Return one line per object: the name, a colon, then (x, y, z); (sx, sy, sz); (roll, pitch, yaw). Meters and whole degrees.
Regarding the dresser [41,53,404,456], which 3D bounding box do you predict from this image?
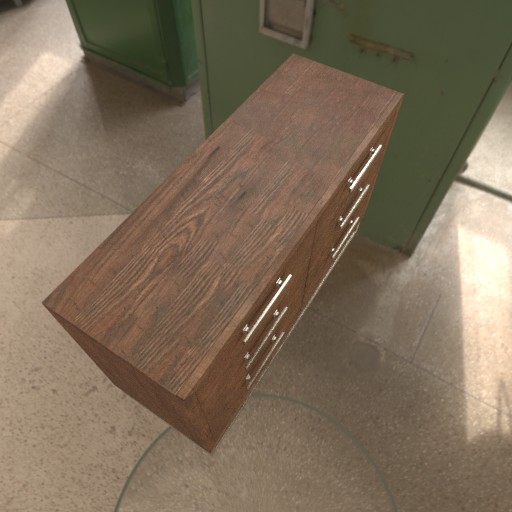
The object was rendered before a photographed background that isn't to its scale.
dresser: (0.000, 0.000, 2.182); (0.623, 1.061, 1.646); (28, 61, 17)
